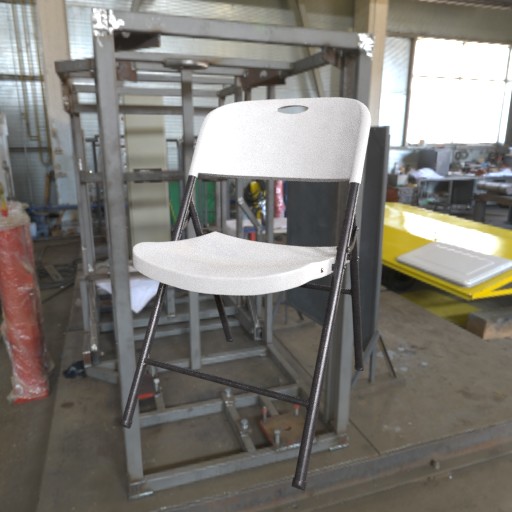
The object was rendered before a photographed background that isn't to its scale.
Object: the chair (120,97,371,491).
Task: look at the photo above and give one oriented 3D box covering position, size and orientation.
[{"bbox_3d":[0.000,0.000,1.149,0.494,0.810,0.566,7,17,25],"label":"chair"}]
